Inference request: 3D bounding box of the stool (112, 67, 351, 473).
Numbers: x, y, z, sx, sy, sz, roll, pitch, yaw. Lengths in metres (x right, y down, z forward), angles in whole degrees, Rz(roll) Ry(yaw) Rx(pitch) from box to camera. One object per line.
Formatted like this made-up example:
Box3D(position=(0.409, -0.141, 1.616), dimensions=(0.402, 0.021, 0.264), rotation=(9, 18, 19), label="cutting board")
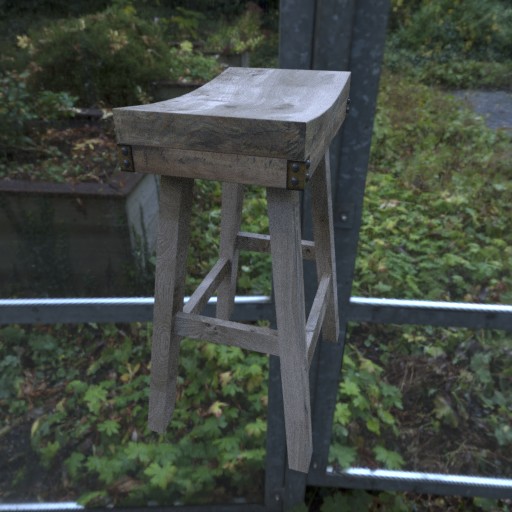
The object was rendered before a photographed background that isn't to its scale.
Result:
Box3D(position=(0.000, 0.000, 0.877), dimensions=(0.330, 0.635, 0.450), rotation=(9, 31, 15), label="stool")
